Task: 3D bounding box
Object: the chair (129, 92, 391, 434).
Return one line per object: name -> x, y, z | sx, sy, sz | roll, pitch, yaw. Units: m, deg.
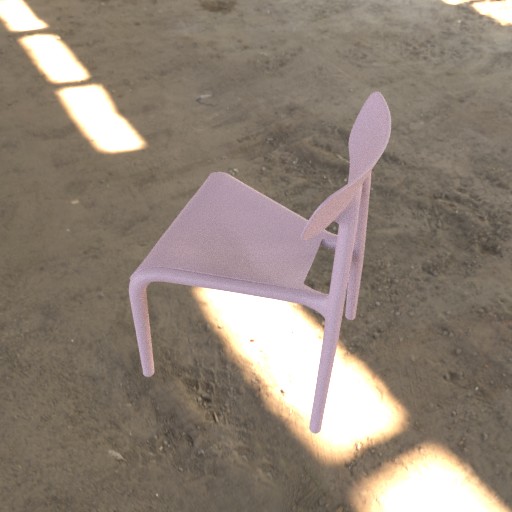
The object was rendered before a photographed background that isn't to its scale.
chair -> 0.000, 0.000, 0.826 | 0.401, 0.580, 0.356 | 16, 49, 15
